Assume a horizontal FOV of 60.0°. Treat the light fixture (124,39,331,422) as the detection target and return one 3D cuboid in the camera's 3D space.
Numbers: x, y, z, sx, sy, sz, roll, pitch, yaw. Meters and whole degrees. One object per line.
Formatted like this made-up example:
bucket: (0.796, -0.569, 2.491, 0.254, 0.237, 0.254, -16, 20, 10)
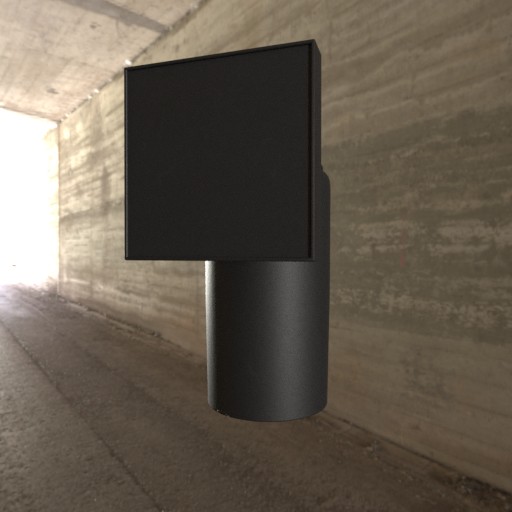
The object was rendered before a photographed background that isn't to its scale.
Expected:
light fixture: (0.000, 0.000, 0.363, 0.130, 0.257, 0.176, 0, 1, 18)
